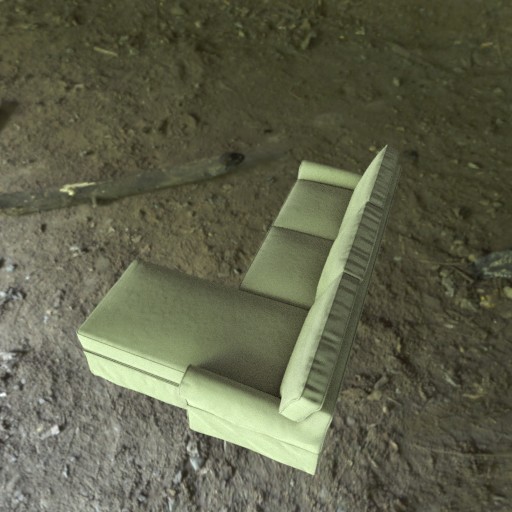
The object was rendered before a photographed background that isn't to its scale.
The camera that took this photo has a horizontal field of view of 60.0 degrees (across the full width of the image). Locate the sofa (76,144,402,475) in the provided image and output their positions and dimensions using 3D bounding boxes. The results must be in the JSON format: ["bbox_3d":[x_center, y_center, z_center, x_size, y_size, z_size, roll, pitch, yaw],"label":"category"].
[{"bbox_3d":[0.000,0.000,3.390,1.733,0.978,2.475,16,48,15],"label":"sofa"}]
